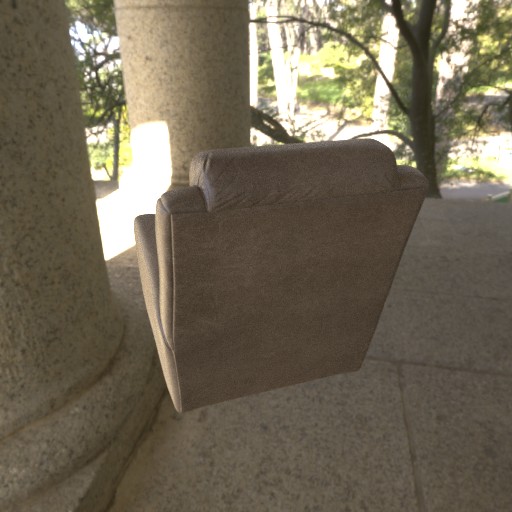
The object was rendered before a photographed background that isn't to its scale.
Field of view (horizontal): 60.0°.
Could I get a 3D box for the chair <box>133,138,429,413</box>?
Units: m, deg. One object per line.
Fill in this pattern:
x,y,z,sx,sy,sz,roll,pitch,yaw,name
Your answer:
0.000,0.000,1.931,0.967,1.116,1.068,-8,27,-17,chair
